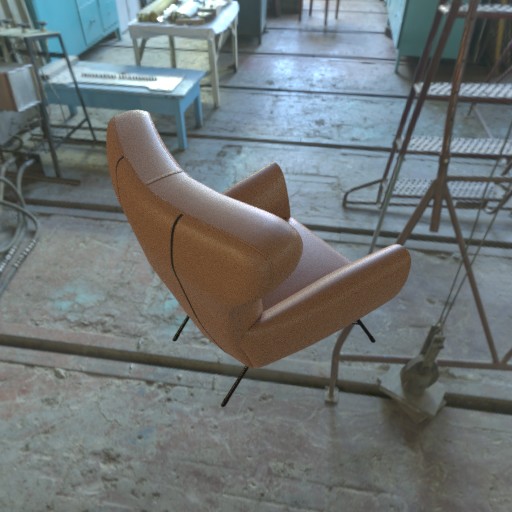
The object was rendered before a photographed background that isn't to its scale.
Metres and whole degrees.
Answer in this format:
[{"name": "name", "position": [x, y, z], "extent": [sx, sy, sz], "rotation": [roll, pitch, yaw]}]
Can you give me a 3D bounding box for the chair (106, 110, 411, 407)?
[{"name": "chair", "position": [0.000, 0.000, 1.788], "extent": [0.900, 1.050, 0.980], "rotation": [-26, 48, -26]}]
